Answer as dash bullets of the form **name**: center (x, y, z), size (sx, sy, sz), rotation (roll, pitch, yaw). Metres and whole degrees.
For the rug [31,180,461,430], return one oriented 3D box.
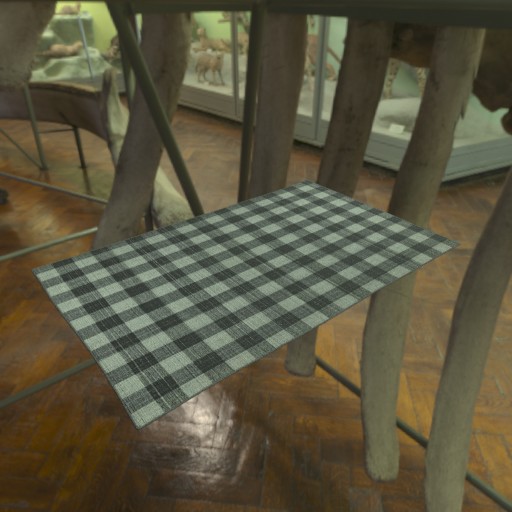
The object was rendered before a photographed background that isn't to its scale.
- **rug**: center (0.000, 0.000, 2.985), size (2.476, 0.011, 1.554), rotation (-22, 38, -32)
